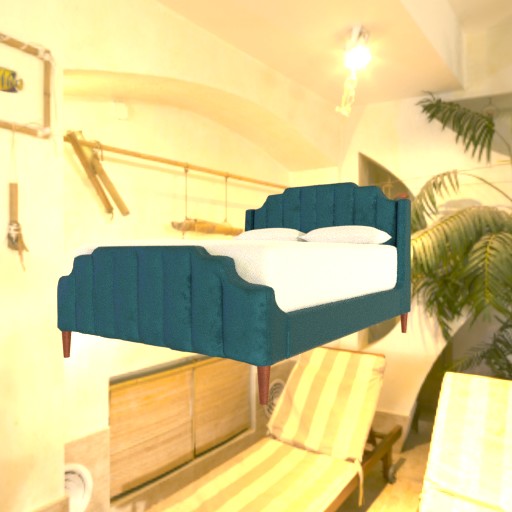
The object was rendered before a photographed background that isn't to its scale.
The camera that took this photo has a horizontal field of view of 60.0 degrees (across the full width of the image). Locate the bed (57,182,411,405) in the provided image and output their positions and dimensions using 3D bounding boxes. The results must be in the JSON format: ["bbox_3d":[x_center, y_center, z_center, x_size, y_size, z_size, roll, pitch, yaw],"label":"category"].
[{"bbox_3d":[0.000,0.000,3.367,1.678,1.338,2.322,0,1,35],"label":"bed"}]
